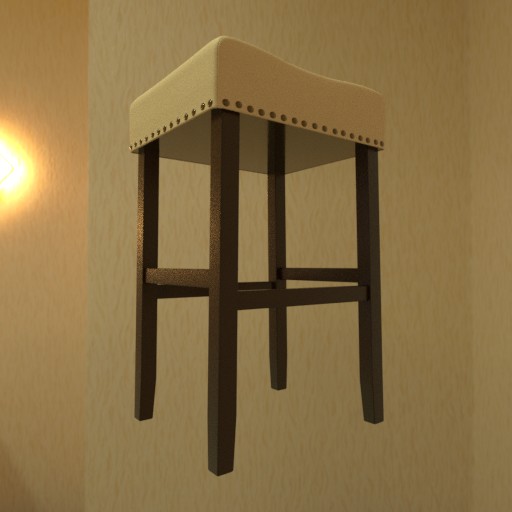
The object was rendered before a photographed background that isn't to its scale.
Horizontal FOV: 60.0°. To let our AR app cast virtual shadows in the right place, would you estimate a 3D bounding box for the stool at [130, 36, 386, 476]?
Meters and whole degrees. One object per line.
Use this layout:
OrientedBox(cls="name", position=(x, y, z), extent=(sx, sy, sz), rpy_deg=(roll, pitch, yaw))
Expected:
OrientedBox(cls="stool", position=(0.000, 0.000, 1.038), extent=(0.471, 0.762, 0.401), rpy_deg=(1, -2, -37))
